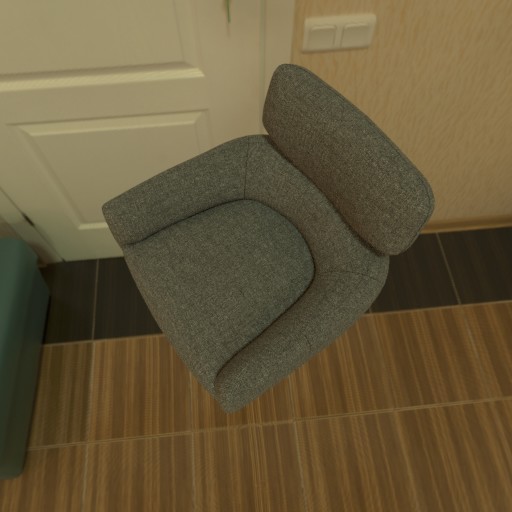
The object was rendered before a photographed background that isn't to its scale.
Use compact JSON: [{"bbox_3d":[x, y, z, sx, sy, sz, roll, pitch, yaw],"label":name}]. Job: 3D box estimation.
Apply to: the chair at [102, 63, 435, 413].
[{"bbox_3d":[0.000,0.000,1.373,0.715,0.812,0.706,-32,67,-15],"label":"chair"}]
